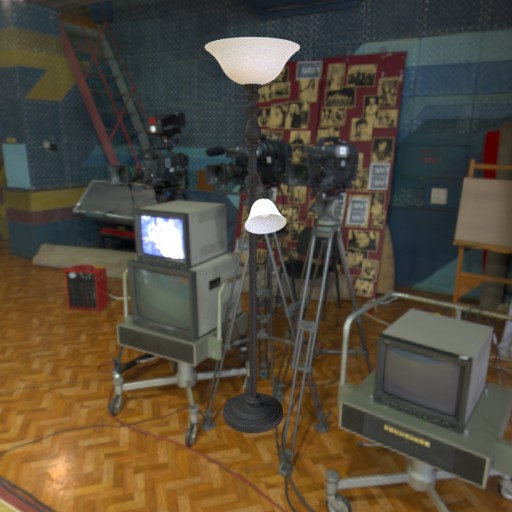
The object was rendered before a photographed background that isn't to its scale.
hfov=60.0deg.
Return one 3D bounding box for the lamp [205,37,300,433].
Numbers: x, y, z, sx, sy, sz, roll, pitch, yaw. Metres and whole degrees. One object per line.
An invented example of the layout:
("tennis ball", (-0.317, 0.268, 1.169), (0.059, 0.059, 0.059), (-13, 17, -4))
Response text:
("lamp", (0.000, 0.000, 2.035), (0.405, 1.793, 0.588), (-2, 15, -9))
